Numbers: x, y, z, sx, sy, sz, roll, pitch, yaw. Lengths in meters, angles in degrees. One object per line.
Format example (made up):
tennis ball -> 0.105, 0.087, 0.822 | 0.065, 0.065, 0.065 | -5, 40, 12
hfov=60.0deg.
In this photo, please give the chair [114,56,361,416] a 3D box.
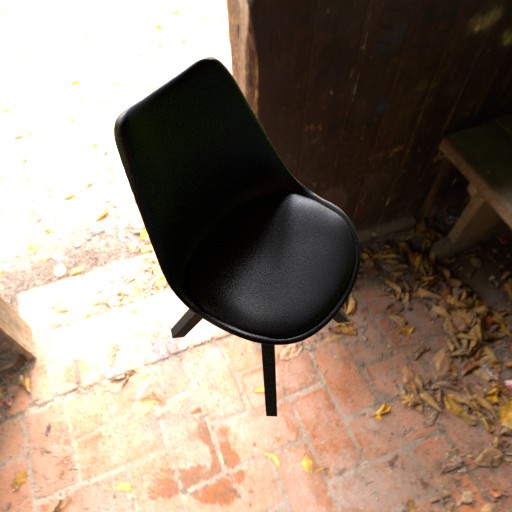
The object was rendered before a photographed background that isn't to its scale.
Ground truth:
chair -> 0.000, 0.000, 1.196 | 0.530, 0.850, 0.485 | 34, 63, 20
